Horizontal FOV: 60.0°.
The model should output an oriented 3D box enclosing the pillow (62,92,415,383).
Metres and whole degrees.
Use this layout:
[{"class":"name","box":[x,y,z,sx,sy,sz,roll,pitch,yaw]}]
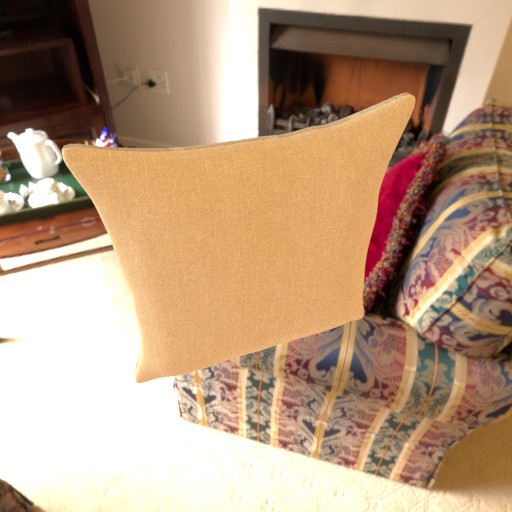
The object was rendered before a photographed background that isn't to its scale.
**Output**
[{"class":"pillow","box":[0.000,0.000,0.660,0.436,0.432,0.138,-13,43,-15]}]
